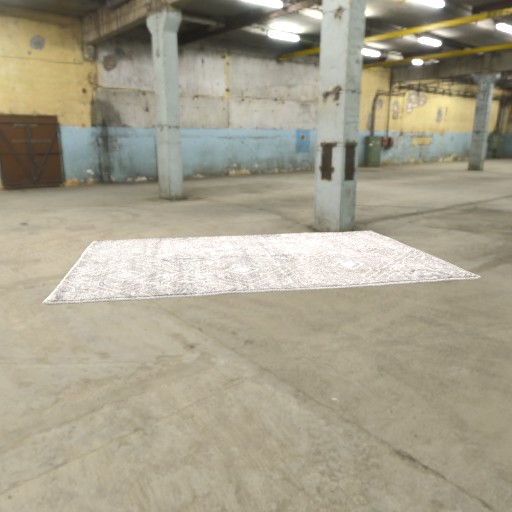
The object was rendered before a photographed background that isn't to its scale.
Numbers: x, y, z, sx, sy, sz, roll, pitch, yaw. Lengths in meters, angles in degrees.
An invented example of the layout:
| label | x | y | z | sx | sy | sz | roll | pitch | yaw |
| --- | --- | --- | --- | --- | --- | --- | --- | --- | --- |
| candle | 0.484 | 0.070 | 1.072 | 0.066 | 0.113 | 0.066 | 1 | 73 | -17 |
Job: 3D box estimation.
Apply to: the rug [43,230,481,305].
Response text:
| label | x | y | z | sx | sy | sz | roll | pitch | yaw |
| --- | --- | --- | --- | --- | --- | --- | --- | --- | --- |
| rug | 0.000 | 0.000 | 3.156 | 2.447 | 0.036 | 1.537 | -3 | 14 | -10 |
